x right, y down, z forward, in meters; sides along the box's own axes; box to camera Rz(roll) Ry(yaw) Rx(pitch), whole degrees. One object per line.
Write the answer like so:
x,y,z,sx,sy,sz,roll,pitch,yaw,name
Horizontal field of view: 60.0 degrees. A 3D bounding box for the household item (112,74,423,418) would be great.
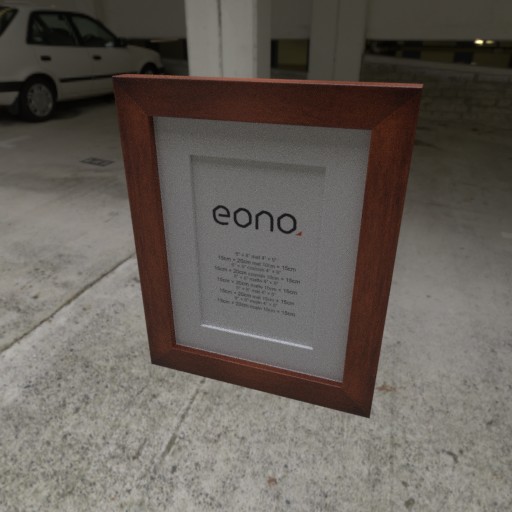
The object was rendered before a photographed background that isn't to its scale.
0.000,0.000,0.337,0.200,0.250,0.020,9,28,17,household item
